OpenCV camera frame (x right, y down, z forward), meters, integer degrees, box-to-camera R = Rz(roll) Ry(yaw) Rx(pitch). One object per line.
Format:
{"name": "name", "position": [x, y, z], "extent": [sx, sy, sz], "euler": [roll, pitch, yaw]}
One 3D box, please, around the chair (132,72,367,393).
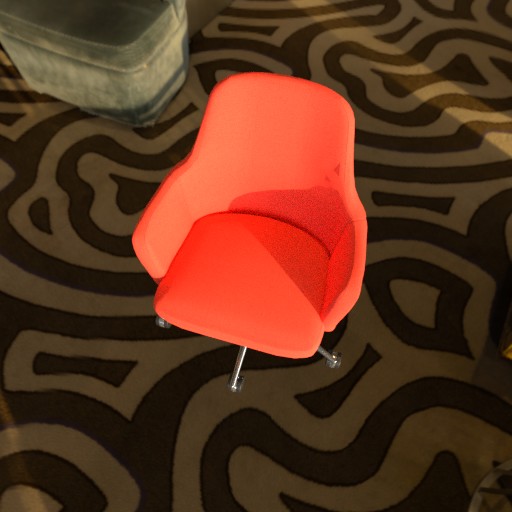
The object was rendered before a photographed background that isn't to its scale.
{"name": "chair", "position": [0.000, 0.000, 1.282], "extent": [0.655, 0.820, 0.600], "euler": [14, 60, 9]}
